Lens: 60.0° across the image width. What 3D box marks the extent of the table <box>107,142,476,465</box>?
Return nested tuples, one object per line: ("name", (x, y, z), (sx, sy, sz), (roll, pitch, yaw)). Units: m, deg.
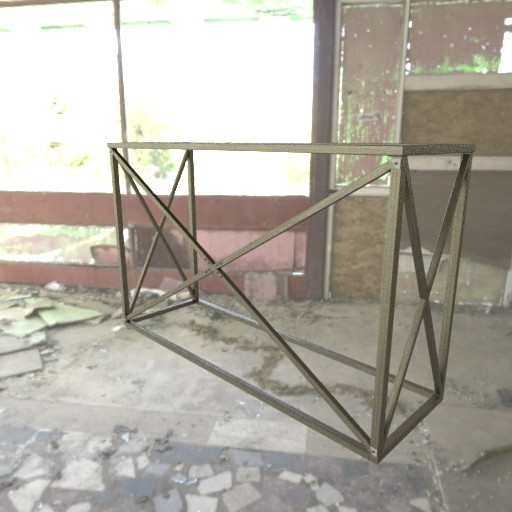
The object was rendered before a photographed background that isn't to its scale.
("table", (0.000, 0.000, 1.525), (1.216, 0.753, 0.402), (14, 20, 43))
